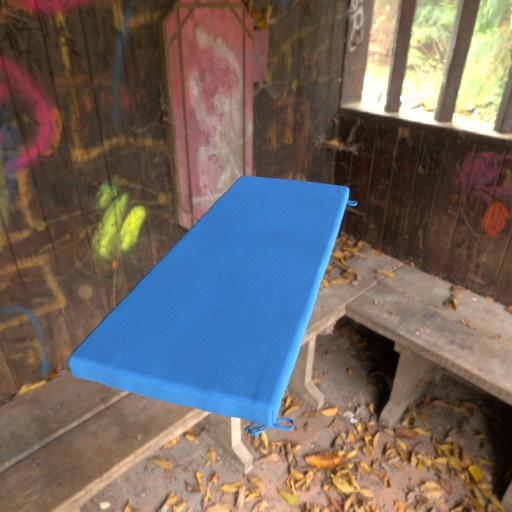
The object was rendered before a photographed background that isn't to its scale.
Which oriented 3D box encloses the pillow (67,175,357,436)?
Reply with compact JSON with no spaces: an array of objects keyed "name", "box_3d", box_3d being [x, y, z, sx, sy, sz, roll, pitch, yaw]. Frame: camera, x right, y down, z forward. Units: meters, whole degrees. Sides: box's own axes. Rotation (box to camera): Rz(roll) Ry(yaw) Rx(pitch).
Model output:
[{"name":"pillow","box_3d":[0.000,0.000,1.347,0.492,0.081,1.187,9,32,15]}]
